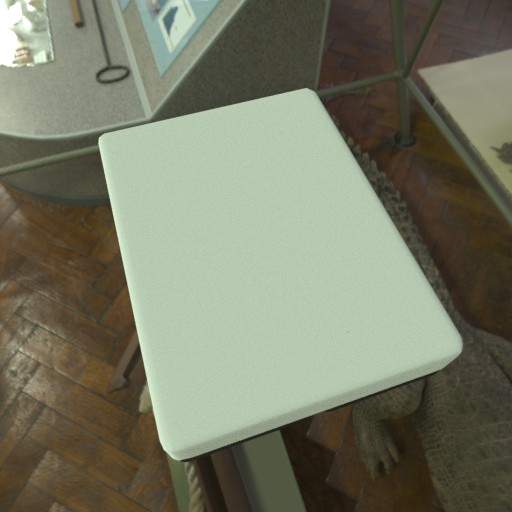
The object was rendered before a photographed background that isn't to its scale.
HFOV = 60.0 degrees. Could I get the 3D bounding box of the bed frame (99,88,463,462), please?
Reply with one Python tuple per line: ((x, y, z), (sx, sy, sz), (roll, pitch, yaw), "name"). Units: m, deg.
((0.000, 0.000, 2.795), (1.528, 0.677, 2.037), (-16, 61, -9), "bed frame")
